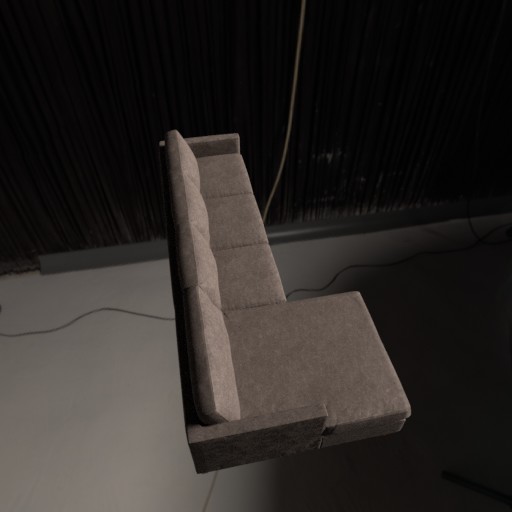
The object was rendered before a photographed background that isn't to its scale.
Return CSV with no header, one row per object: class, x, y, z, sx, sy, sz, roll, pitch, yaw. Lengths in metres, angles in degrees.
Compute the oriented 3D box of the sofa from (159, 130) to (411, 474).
sofa,0.000,0.000,4.214,1.606,0.954,3.471,-8,48,-8
